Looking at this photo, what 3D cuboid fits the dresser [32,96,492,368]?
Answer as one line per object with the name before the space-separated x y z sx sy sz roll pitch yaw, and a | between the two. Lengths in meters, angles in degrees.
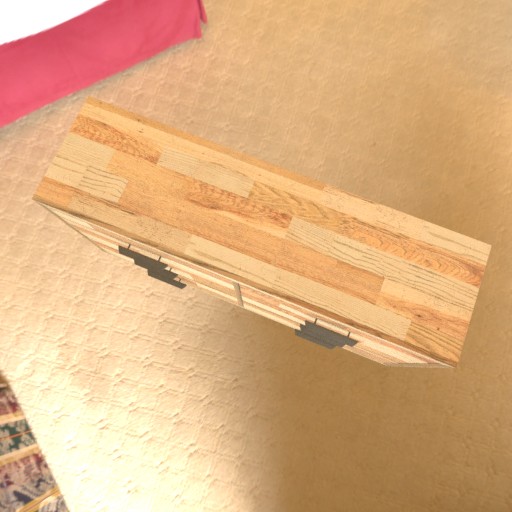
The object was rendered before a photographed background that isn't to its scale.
dresser | 0.000 0.000 1.941 1.547 0.834 0.487 21 77 5
